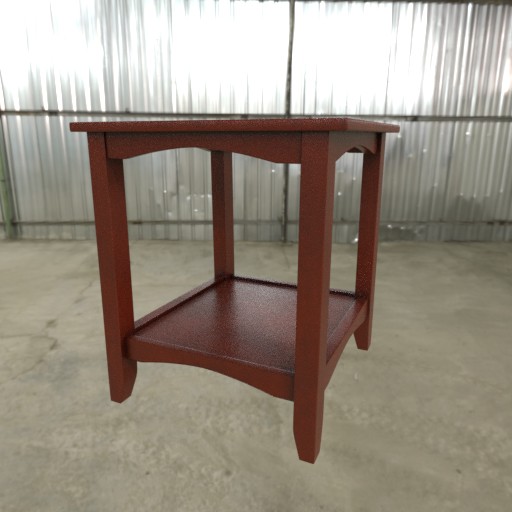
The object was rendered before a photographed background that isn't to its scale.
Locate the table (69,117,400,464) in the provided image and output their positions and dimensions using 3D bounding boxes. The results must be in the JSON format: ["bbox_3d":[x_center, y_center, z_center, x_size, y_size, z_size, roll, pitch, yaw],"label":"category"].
[{"bbox_3d":[0.000,0.000,0.978,0.522,0.558,0.523,8,17,26],"label":"table"}]
